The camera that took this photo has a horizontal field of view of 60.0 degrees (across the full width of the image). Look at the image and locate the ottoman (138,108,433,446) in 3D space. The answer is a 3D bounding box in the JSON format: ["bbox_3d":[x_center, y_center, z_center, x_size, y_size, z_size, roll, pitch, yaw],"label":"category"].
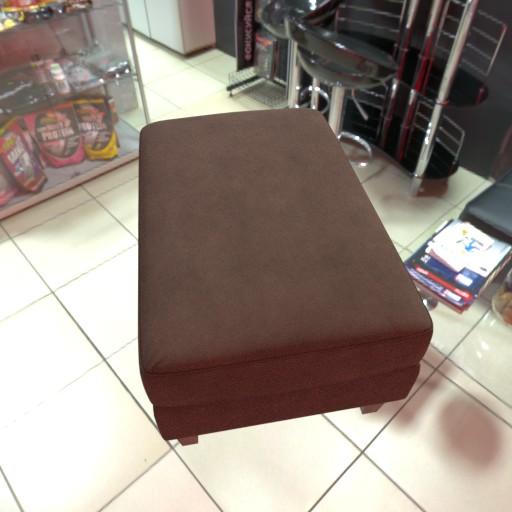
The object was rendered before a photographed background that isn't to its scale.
[{"bbox_3d":[0.000,0.000,1.214,0.584,0.483,0.864,-7,48,-7],"label":"ottoman"}]
